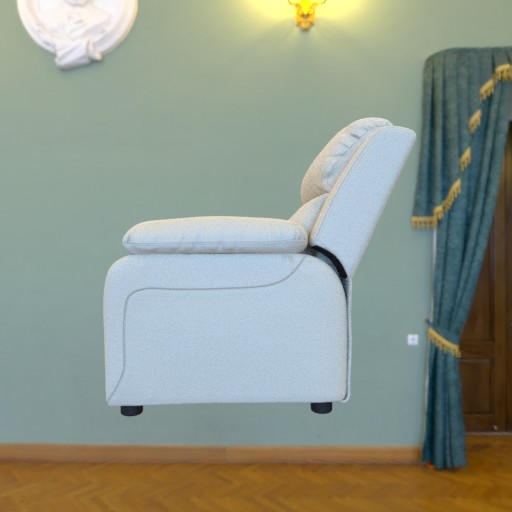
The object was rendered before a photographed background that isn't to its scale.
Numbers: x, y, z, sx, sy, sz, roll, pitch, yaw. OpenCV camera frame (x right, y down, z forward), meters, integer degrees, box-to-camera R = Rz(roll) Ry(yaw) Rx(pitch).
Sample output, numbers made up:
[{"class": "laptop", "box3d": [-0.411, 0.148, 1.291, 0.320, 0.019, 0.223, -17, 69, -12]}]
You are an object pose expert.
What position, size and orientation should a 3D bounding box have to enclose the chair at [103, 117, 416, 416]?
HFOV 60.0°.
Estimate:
[{"class": "chair", "box3d": [0.000, 0.000, 1.248, 0.709, 0.702, 0.680, 0, 0, -1]}]
